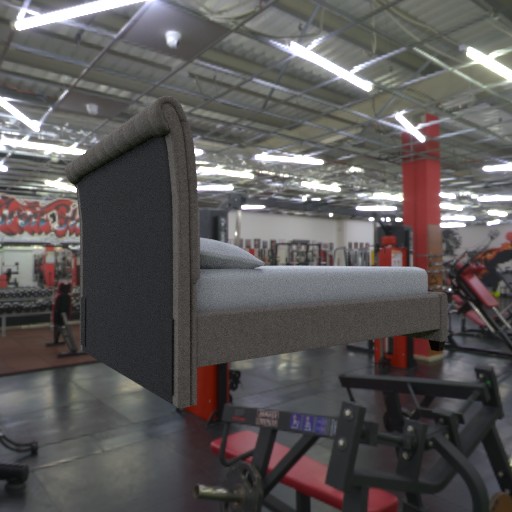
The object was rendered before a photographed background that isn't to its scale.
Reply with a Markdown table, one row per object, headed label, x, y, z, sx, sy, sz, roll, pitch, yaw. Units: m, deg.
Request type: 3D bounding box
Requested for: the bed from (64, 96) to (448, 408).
| label | x | y | z | sx | sy | sz | roll | pitch | yaw |
| --- | --- | --- | --- | --- | --- | --- | --- | --- | --- |
| bed | 0.000 | 0.000 | 3.207 | 2.252 | 1.371 | 1.645 | 1 | -1 | -36 |
